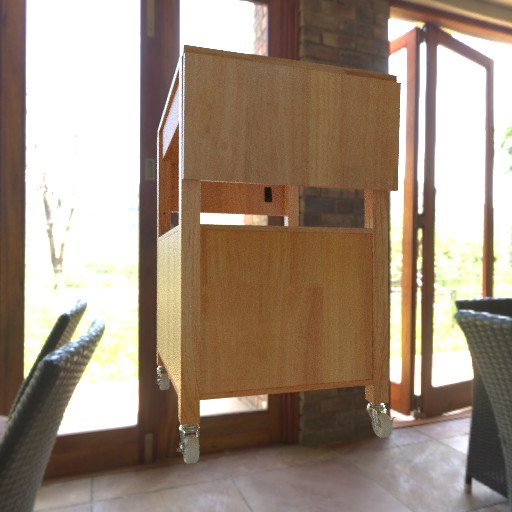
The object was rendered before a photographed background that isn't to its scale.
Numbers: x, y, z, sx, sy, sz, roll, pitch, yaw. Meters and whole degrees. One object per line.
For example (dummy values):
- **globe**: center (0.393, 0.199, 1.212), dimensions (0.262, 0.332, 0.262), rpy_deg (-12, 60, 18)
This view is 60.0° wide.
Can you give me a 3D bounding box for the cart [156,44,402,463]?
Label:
- **cart**: center (0.000, 0.000, 1.244), dimensions (0.508, 0.838, 0.640), rpy_deg (0, -1, -17)
